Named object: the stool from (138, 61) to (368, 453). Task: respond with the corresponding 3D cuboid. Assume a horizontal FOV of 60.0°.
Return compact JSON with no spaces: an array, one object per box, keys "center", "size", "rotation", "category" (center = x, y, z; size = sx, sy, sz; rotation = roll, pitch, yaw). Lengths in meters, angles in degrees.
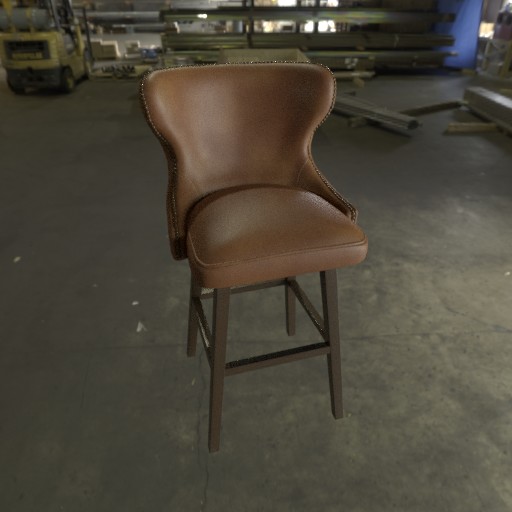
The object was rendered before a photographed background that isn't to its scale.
[{"center":[0.000,0.000,1.428],"size":[0.591,1.087,0.606],"rotation":[-9,32,-14],"category":"stool"}]
